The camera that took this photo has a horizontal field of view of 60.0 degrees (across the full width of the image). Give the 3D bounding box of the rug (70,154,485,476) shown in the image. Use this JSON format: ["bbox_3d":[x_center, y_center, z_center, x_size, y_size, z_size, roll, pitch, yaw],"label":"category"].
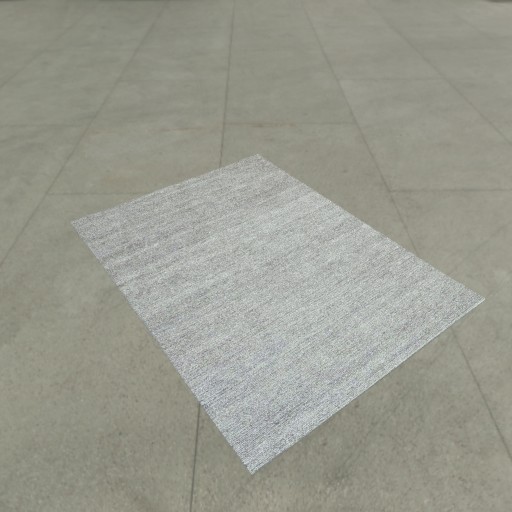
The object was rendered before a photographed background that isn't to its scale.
[{"bbox_3d":[0.000,0.000,4.138,2.434,0.045,3.202,-26,47,-27],"label":"rug"}]
